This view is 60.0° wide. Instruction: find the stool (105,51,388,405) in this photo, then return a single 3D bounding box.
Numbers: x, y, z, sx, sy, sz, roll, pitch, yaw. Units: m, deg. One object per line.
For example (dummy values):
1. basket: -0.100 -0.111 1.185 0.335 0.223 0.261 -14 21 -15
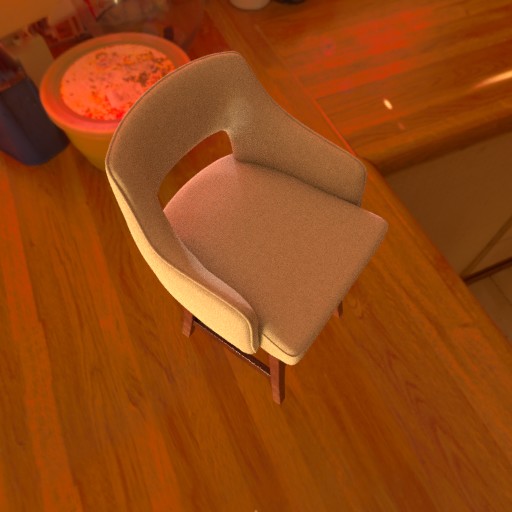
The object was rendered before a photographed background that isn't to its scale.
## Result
1. stool: 0.000 0.000 1.276 0.560 0.936 0.550 32 65 17
